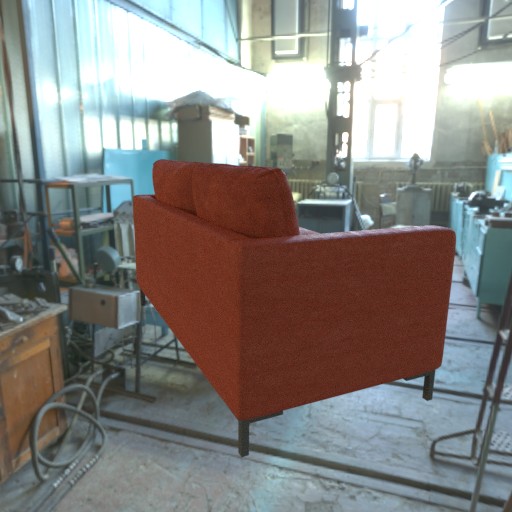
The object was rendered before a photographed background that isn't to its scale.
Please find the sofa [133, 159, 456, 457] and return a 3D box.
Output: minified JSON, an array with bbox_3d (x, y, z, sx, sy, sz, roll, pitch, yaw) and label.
[{"bbox_3d":[0.000,0.000,2.104,0.864,0.896,1.574,-6,14,-25],"label":"sofa"}]
